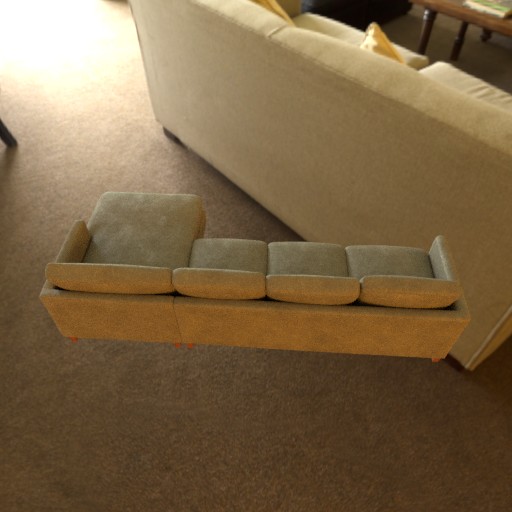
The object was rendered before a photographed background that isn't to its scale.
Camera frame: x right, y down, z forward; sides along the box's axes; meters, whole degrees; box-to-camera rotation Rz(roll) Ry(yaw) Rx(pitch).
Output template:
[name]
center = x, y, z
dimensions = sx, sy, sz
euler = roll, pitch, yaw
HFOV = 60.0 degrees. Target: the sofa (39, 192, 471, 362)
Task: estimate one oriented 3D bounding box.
[sofa]
center = 0.000, 0.000, 4.203
dimensions = 3.471, 0.950, 1.604
euler = 3, 49, 2
